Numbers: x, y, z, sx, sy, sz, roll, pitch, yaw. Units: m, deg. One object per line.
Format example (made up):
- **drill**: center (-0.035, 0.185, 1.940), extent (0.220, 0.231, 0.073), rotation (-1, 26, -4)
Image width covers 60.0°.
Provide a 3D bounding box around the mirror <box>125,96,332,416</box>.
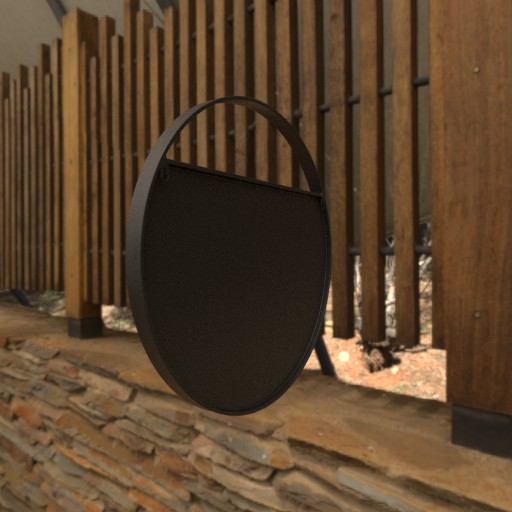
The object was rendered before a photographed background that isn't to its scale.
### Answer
- **mirror**: center (0.000, 0.000, 0.824), extent (0.032, 0.565, 0.565), rotation (0, 0, 36)
